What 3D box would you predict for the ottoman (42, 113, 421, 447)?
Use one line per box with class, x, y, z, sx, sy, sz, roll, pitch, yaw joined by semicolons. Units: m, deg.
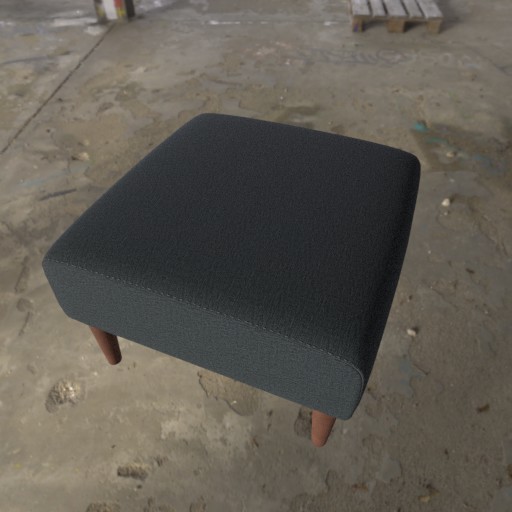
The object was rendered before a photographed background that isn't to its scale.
ottoman;0.000;0.000;1.058;0.649;0.398;0.650;16;46;16
